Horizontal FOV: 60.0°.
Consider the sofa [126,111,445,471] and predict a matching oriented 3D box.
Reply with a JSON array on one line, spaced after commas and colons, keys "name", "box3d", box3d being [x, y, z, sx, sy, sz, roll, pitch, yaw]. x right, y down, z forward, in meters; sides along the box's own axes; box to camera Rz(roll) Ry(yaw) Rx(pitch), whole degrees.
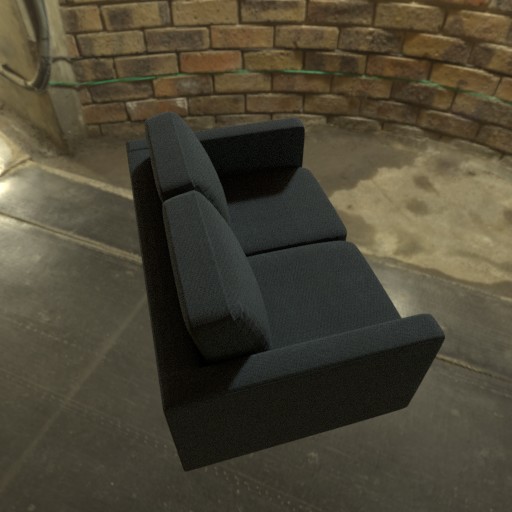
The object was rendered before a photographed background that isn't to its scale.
[{"name": "sofa", "box3d": [0.000, 0.000, 2.080, 0.999, 0.930, 1.518, -11, 48, -11]}]
